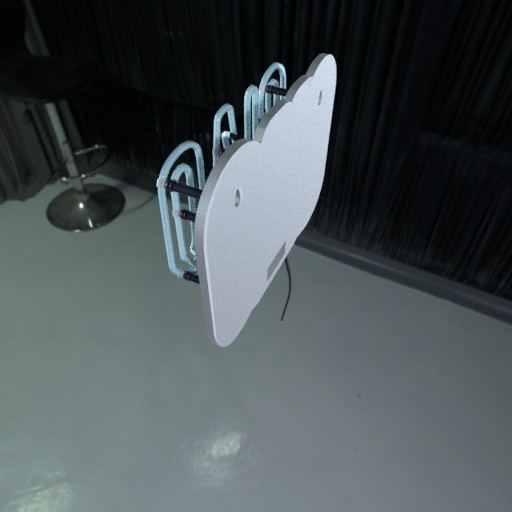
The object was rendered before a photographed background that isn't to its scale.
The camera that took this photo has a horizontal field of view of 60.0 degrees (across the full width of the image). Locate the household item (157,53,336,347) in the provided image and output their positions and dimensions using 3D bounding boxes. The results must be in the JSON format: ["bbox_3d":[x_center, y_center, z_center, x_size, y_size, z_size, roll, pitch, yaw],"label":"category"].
[{"bbox_3d":[0.000,0.000,0.380,0.042,0.294,0.211,19,48,18],"label":"household item"}]
